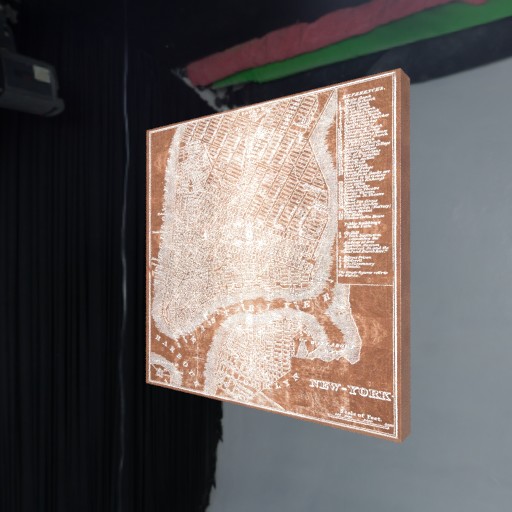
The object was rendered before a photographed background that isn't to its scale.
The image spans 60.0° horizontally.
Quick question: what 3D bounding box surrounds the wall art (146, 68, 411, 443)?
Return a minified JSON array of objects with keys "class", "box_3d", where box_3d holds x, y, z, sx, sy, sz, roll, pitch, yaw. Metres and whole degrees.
[{"class":"wall art","box_3d":[0.000,0.000,0.604,0.403,0.403,0.035,0,0,35]}]
